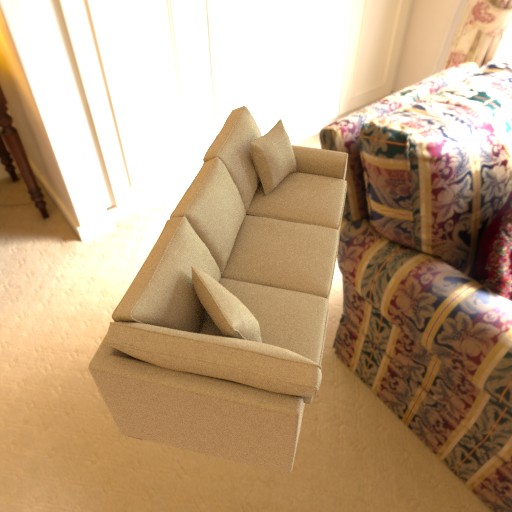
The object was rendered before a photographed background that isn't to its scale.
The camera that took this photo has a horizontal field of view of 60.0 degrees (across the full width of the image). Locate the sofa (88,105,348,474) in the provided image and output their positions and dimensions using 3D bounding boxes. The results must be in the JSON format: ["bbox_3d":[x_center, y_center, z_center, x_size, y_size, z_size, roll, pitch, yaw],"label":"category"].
[{"bbox_3d":[0.000,0.000,2.912,1.061,0.962,2.317,10,46,10],"label":"sofa"}]
